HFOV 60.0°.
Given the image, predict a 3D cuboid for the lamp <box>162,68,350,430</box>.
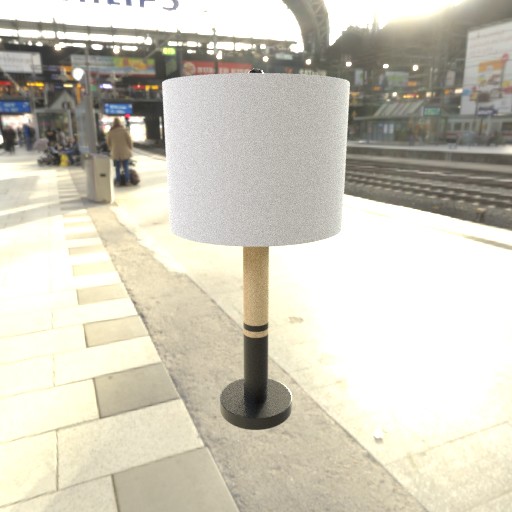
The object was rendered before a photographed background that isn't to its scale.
[{"bbox_3d":[0.000,0.000,0.815,0.305,0.640,0.305,-8,18,-25],"label":"lamp"}]
